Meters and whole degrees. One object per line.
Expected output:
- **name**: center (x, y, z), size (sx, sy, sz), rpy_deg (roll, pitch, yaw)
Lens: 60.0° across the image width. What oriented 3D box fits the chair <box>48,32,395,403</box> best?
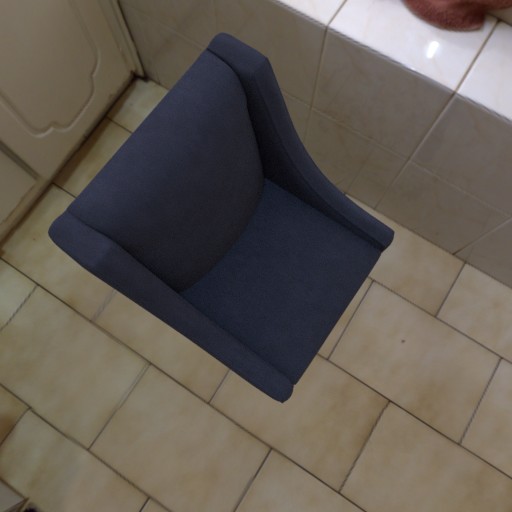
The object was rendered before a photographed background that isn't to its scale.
- **chair**: center (0.000, 0.000, 1.335), size (0.629, 0.895, 0.629), rpy_deg (34, 78, 8)
